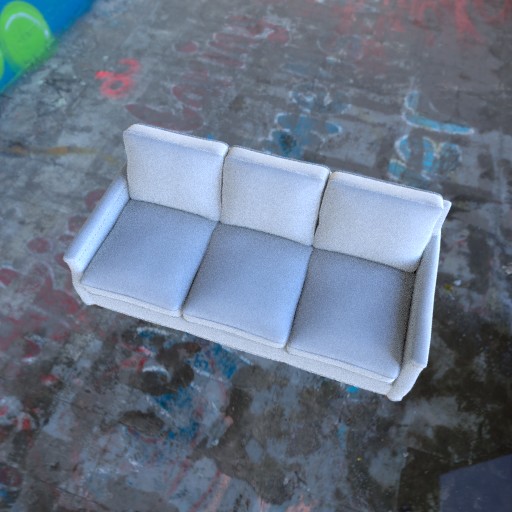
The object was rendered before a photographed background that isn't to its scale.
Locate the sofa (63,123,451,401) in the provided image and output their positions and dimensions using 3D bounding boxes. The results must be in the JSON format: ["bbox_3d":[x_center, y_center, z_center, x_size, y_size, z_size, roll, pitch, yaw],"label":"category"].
[{"bbox_3d":[0.000,0.000,2.904,2.246,1.003,1.084,15,60,9],"label":"sofa"}]
